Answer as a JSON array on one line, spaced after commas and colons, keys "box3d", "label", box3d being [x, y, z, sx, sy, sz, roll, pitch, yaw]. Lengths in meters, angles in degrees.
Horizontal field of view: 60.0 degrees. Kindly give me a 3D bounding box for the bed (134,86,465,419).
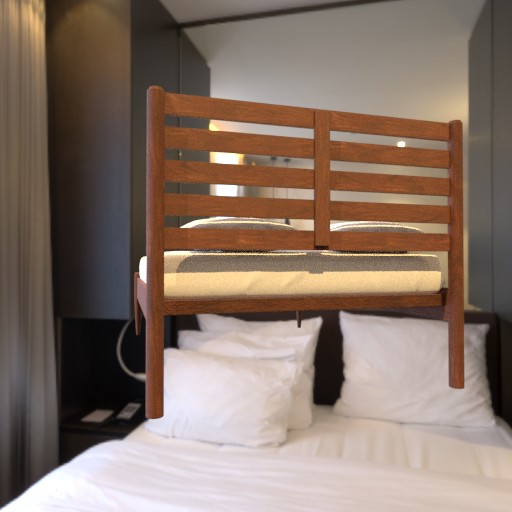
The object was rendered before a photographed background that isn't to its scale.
[{"box3d": [0.000, 0.000, 2.937, 1.509, 1.304, 2.093, 0, -1, -17], "label": "bed"}]
